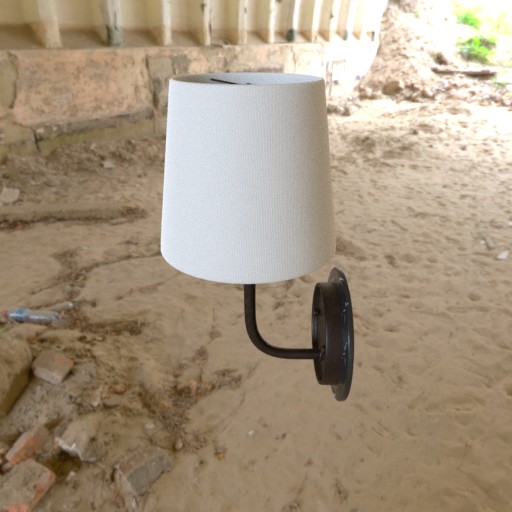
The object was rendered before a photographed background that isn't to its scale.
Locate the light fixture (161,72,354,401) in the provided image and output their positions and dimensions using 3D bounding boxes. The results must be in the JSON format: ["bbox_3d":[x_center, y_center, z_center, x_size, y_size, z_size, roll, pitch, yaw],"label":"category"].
[{"bbox_3d":[0.000,0.000,0.450,0.188,0.337,0.168,0,26,0],"label":"light fixture"}]
